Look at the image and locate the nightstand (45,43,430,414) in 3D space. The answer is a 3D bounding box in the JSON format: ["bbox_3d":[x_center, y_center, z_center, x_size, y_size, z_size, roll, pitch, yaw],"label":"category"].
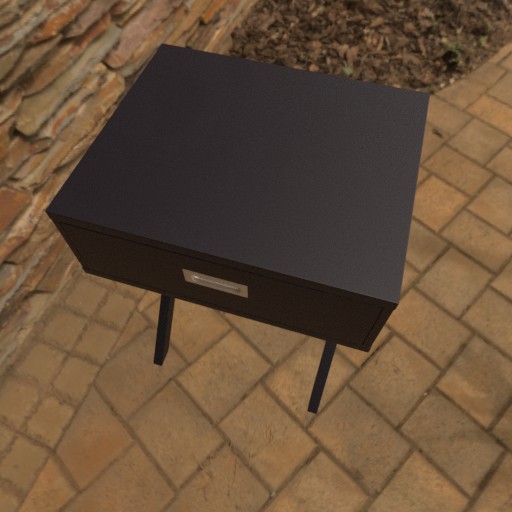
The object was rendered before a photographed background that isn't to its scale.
[{"bbox_3d":[0.000,0.000,0.931,0.479,0.623,0.402,15,59,9],"label":"nightstand"}]
